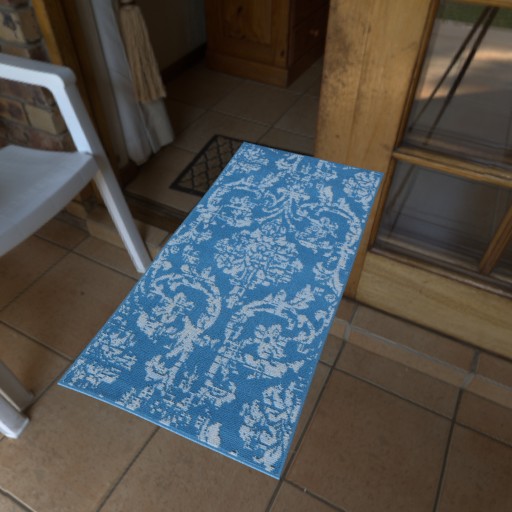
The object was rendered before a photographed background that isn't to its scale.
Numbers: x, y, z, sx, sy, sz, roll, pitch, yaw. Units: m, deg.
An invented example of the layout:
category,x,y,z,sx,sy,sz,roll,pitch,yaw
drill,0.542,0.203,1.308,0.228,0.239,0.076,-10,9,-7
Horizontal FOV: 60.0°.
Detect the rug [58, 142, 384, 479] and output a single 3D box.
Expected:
category,x,y,z,sx,sy,sz,roll,pitch,yaw
rug,0.000,0.000,1.441,0.604,0.007,1.219,16,49,15
